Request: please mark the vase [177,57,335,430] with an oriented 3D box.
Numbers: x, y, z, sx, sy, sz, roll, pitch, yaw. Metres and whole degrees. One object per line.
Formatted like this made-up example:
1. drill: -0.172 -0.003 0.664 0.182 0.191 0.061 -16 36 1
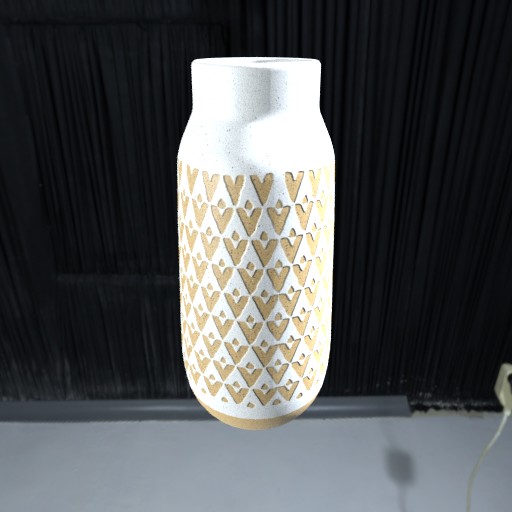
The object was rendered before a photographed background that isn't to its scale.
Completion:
1. vase: 0.000 0.000 0.379 0.137 0.307 0.137 0 26 0
